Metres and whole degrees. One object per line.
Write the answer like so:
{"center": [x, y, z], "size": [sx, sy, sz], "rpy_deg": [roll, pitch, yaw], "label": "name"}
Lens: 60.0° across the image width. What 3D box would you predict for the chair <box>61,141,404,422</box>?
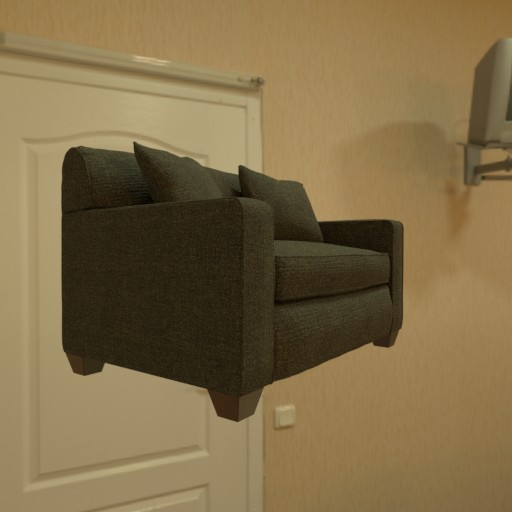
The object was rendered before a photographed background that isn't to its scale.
{"center": [0.000, 0.000, 2.066], "size": [1.000, 0.948, 1.383], "rpy_deg": [1, 1, 37], "label": "chair"}
